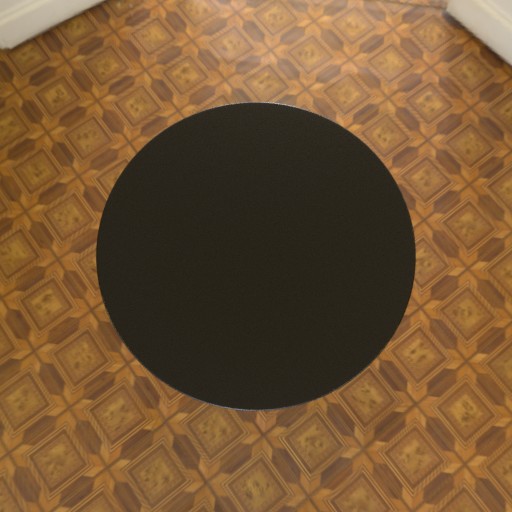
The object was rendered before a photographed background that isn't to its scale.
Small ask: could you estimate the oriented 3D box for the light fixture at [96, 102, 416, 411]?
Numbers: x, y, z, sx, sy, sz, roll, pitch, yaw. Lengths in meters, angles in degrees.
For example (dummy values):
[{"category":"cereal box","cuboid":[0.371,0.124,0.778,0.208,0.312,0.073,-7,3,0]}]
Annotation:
[{"category":"light fixture","cuboid":[0.000,0.000,0.435,0.283,0.097,0.283,0,76,0]}]
